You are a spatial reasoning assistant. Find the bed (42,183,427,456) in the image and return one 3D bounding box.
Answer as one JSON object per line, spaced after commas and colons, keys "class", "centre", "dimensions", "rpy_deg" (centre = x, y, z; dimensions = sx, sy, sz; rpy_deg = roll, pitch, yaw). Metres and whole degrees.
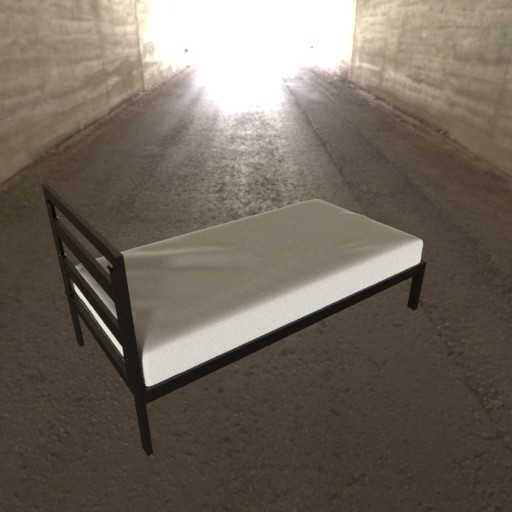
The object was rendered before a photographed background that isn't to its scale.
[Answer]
{"class": "bed", "centre": [0.000, 0.000, 2.561], "dimensions": [1.930, 0.967, 0.991], "rpy_deg": [-19, 32, -32]}
